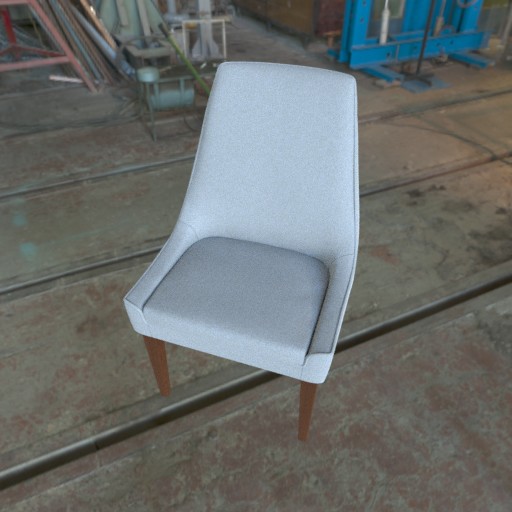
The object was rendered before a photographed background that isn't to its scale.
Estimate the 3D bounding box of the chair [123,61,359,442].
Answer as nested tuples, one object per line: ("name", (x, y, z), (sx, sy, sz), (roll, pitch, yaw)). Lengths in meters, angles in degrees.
("chair", (0.000, 0.000, 1.207), (0.529, 0.861, 0.544), (12, 41, 15))
